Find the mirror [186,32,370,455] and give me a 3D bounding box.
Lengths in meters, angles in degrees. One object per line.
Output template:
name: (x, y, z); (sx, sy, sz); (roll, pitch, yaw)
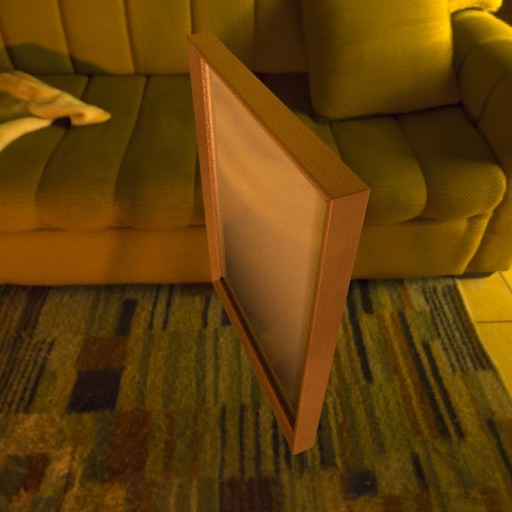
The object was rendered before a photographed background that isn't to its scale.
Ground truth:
mirror: (0.000, 0.000, 0.667); (0.041, 0.509, 0.406); (-16, 47, -16)
